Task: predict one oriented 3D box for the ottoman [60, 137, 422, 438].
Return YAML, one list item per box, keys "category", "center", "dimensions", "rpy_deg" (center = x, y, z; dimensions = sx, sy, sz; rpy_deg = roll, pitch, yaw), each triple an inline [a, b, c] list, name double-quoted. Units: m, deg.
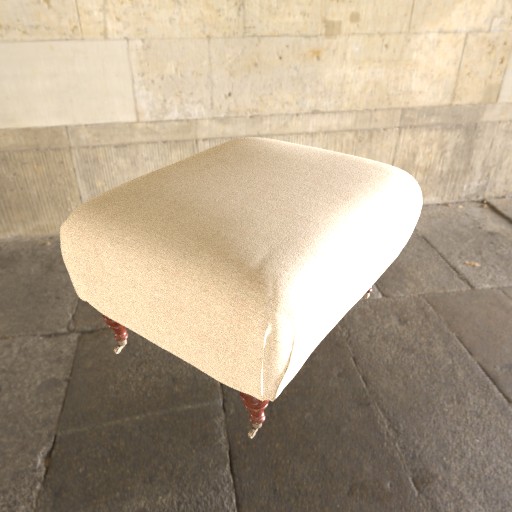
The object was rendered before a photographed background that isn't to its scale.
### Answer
- category: "ottoman"
  center: [0.000, 0.000, 1.145]
  dimensions: [0.622, 0.450, 0.747]
  rpy_deg: [21, 37, 30]
